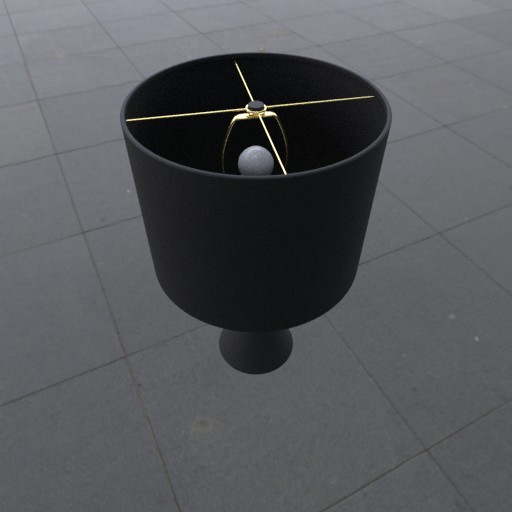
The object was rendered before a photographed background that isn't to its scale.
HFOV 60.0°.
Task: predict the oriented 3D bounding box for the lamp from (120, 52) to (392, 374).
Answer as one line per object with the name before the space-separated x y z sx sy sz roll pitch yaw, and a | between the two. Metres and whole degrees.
lamp | 0.000 0.000 0.802 0.359 0.584 0.359 -8 45 -8
